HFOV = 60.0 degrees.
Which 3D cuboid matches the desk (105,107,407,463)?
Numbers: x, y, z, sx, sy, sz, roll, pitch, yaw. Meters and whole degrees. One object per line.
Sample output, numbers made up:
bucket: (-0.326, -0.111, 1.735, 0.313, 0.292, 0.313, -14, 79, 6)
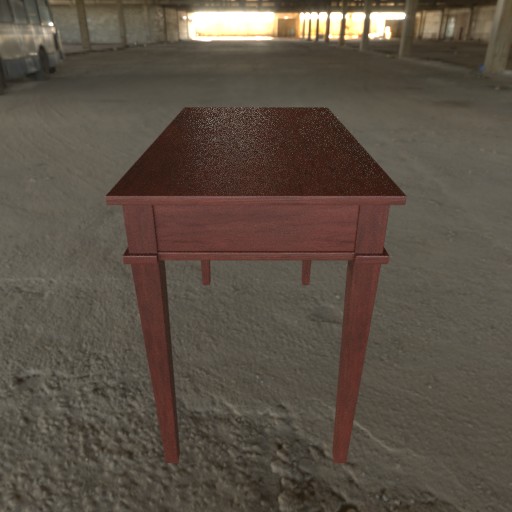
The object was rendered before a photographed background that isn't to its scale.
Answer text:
desk: (0.000, 0.000, 1.424, 0.549, 0.762, 1.001, 0, 27, 0)
